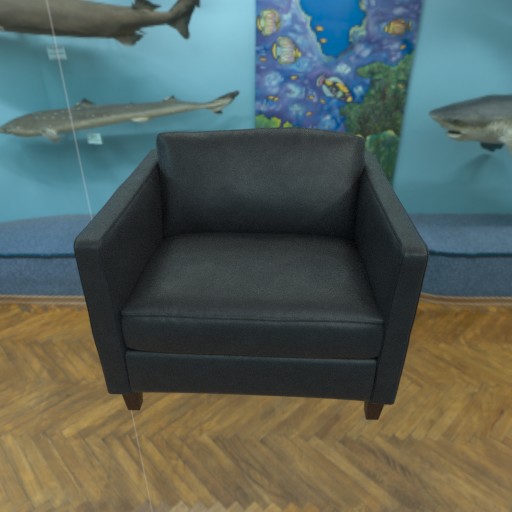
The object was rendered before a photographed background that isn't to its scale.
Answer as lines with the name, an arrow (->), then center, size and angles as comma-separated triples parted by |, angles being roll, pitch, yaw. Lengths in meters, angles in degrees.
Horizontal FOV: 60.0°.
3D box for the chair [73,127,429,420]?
chair -> 0.000, 0.000, 1.615 | 0.939, 0.811, 0.862 | 1, 30, 2
